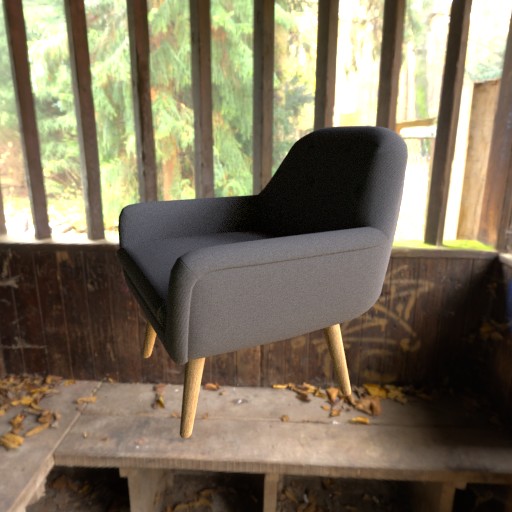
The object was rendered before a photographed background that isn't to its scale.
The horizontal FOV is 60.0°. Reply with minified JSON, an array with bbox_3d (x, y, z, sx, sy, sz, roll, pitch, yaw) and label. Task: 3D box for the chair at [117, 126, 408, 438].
[{"bbox_3d":[0.000,0.000,1.416,0.779,0.800,0.770,-7,17,-25],"label":"chair"}]
